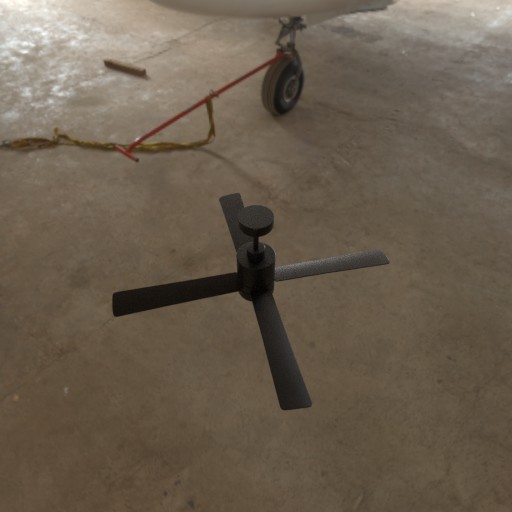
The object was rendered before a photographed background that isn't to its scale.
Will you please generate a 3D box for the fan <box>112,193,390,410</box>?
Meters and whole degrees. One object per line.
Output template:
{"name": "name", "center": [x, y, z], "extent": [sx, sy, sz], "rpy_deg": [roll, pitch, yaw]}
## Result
{"name": "fan", "center": [0.000, 0.000, 2.287], "extent": [1.525, 0.534, 1.525], "rpy_deg": [-9, 46, -9]}
